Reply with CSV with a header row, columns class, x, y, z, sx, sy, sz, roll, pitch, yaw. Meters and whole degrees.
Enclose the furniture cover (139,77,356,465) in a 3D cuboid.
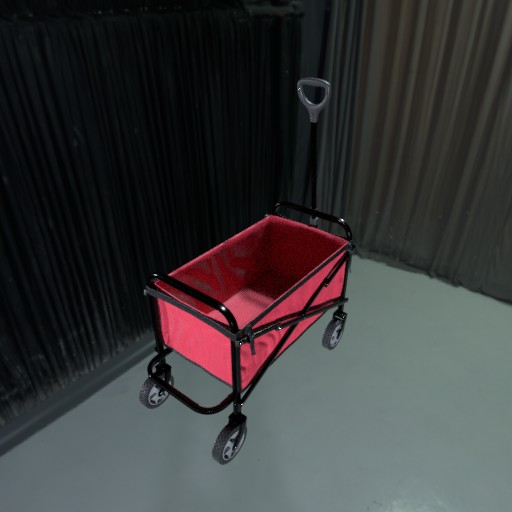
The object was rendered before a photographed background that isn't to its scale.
class,x,y,z,sx,sy,sz,roll,pitch,yaw
furniture cover,0.000,0.000,1.844,0.532,1.295,1.038,22,38,32
